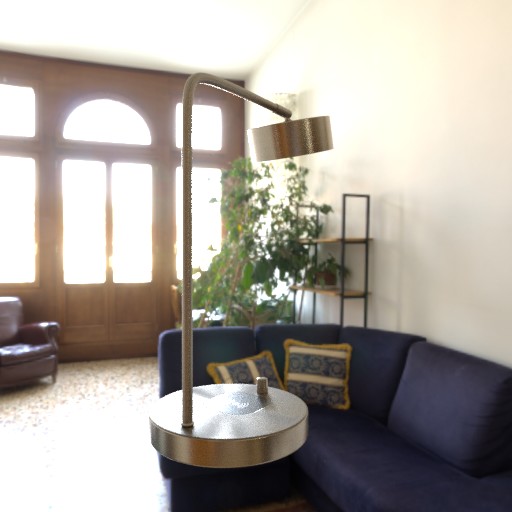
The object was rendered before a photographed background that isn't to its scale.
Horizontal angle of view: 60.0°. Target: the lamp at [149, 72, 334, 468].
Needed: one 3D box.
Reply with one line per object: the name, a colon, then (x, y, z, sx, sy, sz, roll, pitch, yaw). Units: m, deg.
lamp: (0.000, 0.000, 0.645, 0.211, 0.469, 0.334, 0, 1, 36)
